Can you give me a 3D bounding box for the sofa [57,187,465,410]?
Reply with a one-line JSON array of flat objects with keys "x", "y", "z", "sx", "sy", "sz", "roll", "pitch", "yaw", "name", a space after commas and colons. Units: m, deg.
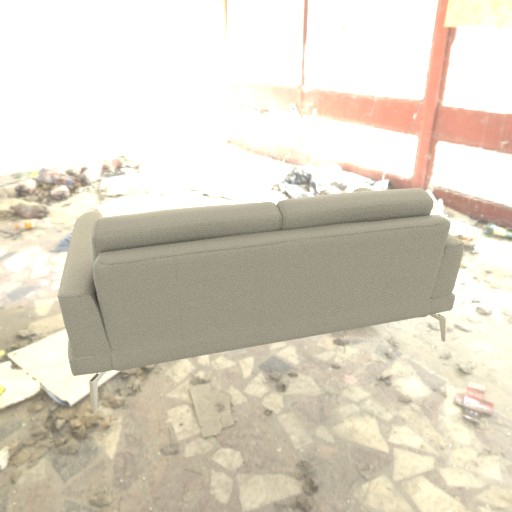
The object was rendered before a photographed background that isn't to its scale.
[{"x": 0.000, "y": 0.000, "z": 2.708, "sx": 2.177, "sy": 0.930, "sz": 1.121, "roll": -7, "pitch": 27, "yaw": -14, "name": "sofa"}]
